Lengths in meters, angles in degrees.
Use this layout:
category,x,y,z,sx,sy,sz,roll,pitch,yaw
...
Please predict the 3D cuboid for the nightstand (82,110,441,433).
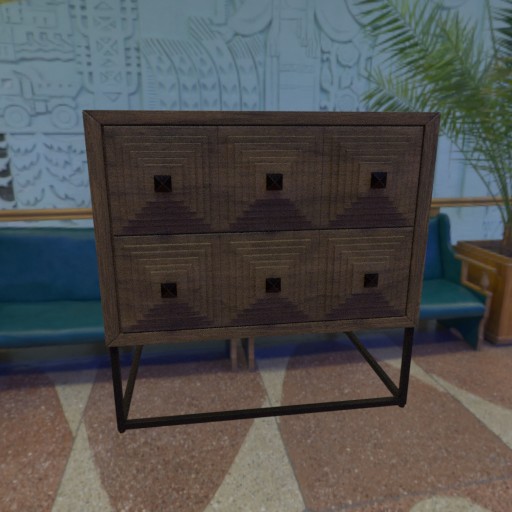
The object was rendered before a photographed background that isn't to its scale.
category,x,y,z,sx,sy,sz,roll,pitch,yaw
nightstand,0.000,0.000,1.002,0.610,0.610,0.437,-2,16,-8
